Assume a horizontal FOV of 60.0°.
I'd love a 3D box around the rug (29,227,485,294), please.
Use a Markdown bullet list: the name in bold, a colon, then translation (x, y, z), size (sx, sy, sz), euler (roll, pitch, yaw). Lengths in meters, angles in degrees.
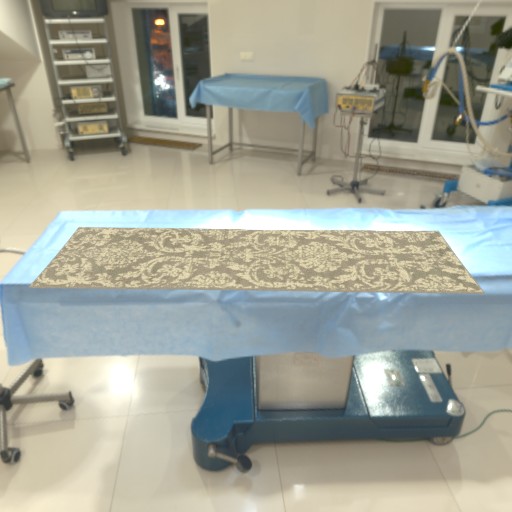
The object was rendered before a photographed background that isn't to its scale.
- **rug**: translation (0.000, 0.000, 2.416), size (2.196, 0.011, 0.662), euler (1, 30, 1)
